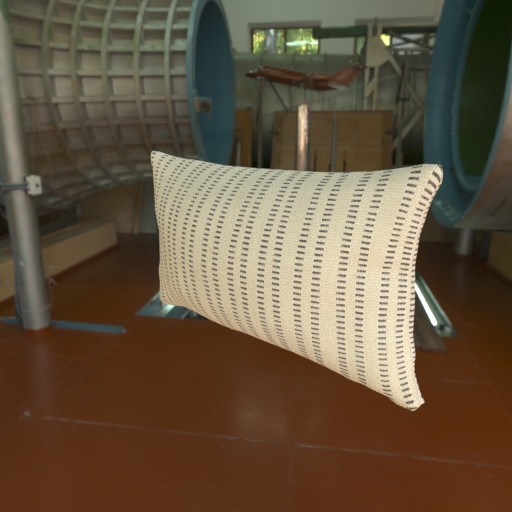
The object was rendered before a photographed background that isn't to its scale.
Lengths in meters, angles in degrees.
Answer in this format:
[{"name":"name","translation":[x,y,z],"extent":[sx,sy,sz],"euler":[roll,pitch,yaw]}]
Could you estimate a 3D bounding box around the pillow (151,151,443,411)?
[{"name":"pillow","translation":[0.000,0.000,0.799],"extent":[0.640,0.353,0.210],"euler":[14,21,41]}]
